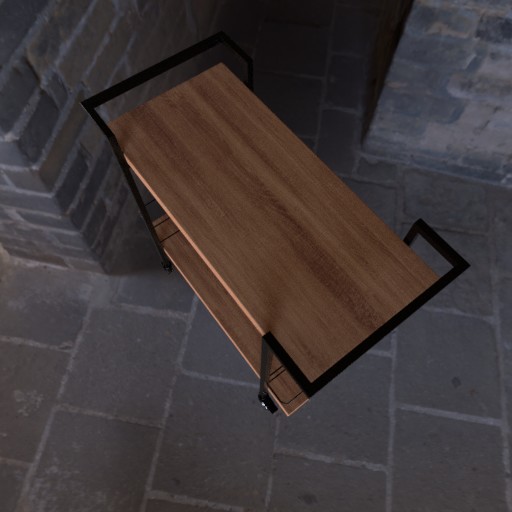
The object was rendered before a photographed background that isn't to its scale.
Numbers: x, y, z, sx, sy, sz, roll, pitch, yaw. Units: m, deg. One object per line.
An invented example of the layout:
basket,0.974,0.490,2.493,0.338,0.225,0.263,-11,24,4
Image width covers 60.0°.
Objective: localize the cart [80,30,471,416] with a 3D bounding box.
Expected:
cart,0.000,0.000,1.260,0.406,0.762,0.806,-34,69,-15
